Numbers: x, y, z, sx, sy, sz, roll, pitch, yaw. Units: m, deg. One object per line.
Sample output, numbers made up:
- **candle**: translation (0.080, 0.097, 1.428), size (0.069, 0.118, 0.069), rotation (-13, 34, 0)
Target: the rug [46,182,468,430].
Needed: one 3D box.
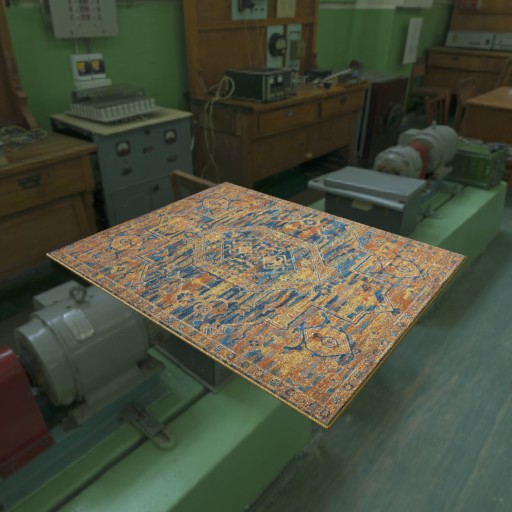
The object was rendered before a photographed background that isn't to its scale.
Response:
- **rug**: translation (0.000, 0.000, 4.080), size (3.040, 0.031, 2.435), rotation (22, 37, 33)
